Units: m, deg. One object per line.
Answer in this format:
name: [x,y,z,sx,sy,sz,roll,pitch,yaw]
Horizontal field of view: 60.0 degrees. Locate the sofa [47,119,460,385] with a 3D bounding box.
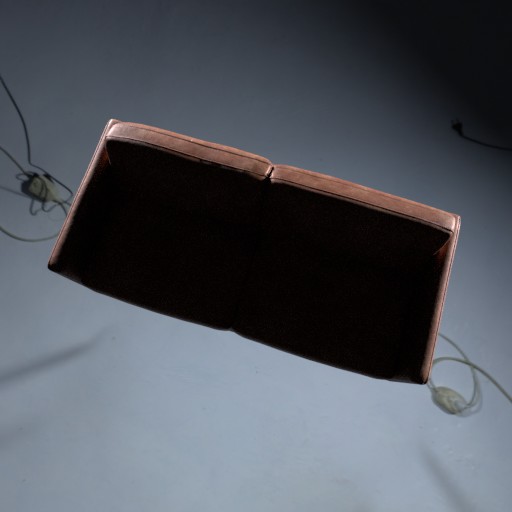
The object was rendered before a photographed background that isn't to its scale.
sofa: [0.000,0.000,2.485,1.971,0.863,0.923,16,76,4]
